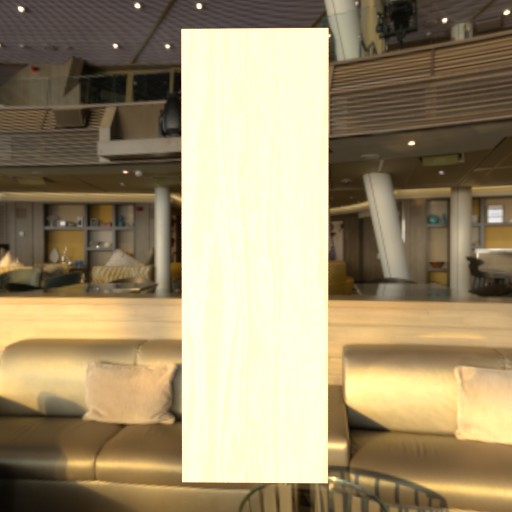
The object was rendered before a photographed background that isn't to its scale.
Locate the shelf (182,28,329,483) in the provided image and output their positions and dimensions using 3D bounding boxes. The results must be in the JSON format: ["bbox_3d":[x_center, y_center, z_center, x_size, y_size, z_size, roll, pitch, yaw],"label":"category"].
[{"bbox_3d":[0.000,0.000,1.028,0.290,0.900,0.300,0,1,1],"label":"shelf"}]
